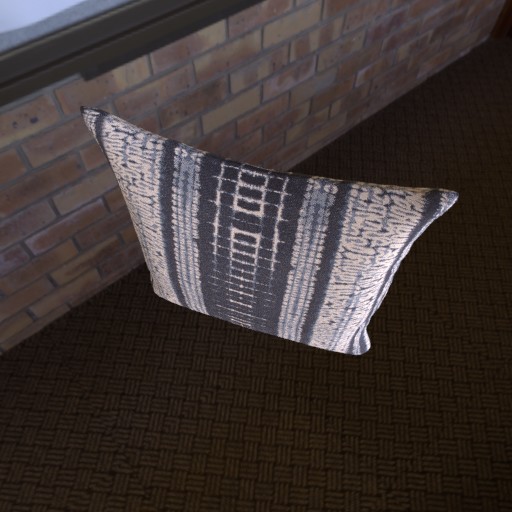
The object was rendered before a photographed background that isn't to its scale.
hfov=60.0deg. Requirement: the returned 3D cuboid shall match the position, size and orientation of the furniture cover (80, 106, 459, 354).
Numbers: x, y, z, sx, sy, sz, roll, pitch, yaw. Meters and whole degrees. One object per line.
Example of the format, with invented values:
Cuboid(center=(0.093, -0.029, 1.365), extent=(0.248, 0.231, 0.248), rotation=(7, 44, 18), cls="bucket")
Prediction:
Cuboid(center=(0.000, 0.000, 0.654), extent=(0.425, 0.435, 0.133), rotation=(16, 59, 10), cls="furniture cover")
